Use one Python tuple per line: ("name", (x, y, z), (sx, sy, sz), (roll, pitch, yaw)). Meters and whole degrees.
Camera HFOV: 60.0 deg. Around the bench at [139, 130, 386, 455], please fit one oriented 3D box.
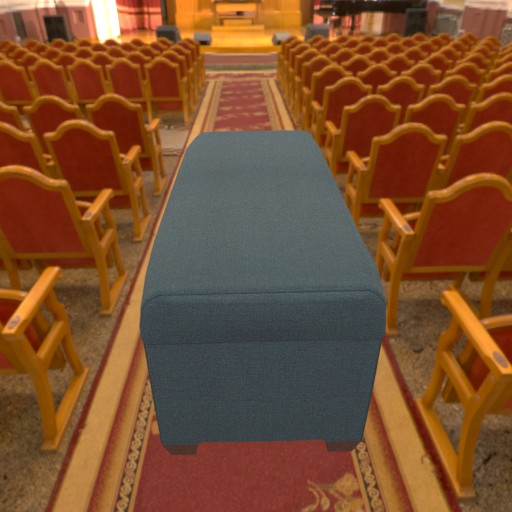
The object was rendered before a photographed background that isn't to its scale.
("bench", (0.000, 0.000, 1.277), (0.476, 0.474, 0.995), (-1, 32, -1))
